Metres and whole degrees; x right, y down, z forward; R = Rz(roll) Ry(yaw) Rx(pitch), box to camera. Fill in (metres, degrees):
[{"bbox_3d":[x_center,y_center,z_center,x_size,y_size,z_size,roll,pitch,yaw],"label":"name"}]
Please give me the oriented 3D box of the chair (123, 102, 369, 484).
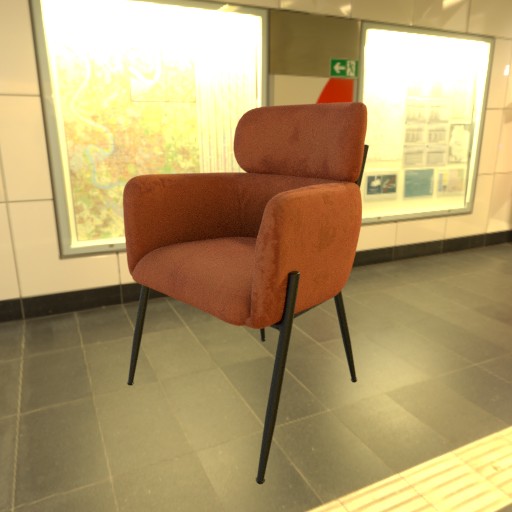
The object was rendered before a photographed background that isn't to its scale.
[{"bbox_3d":[0.000,0.000,1.158,0.561,0.772,0.523,15,22,43],"label":"chair"}]
